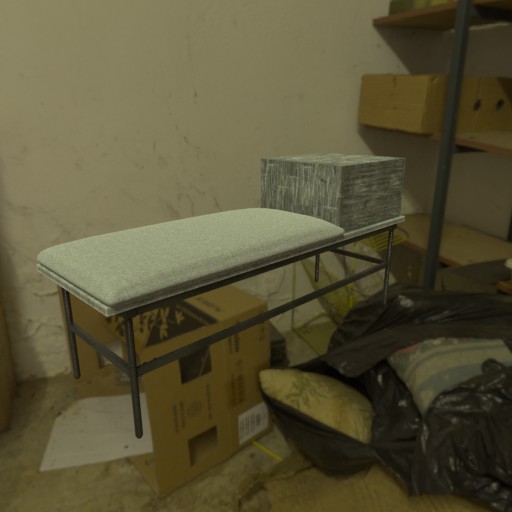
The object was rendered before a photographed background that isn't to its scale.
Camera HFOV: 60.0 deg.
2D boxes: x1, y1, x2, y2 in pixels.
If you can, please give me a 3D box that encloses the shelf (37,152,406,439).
[{"bbox_3d":[0.000,0.000,1.596,1.342,0.633,0.457,-16,24,-42],"label":"shelf"}]
